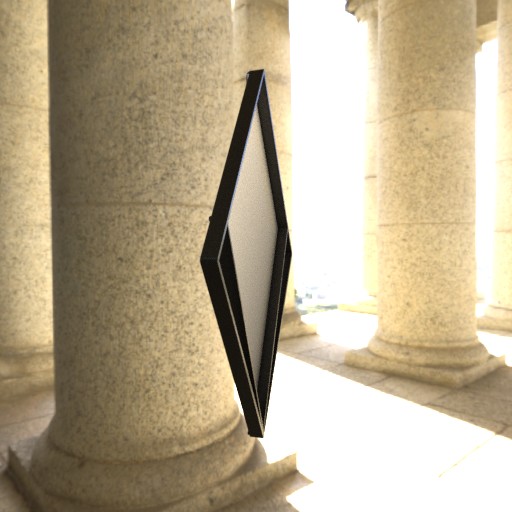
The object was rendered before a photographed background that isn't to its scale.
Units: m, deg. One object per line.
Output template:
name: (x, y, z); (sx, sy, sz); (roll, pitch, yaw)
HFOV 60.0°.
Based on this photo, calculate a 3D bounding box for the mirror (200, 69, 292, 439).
mirror: (0.000, 0.000, 0.819); (0.032, 0.679, 0.419); (1, 2, 19)
